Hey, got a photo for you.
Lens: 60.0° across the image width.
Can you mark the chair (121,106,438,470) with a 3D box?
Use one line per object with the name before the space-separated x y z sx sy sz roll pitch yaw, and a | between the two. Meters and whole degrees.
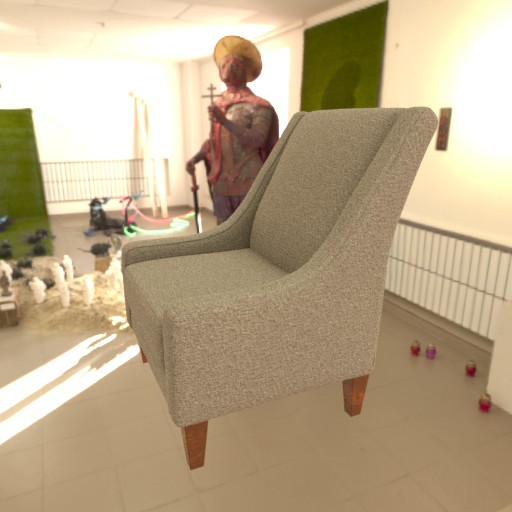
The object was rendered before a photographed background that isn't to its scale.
chair | 0.000 0.000 1.598 0.870 1.016 0.774 -8 18 -24
